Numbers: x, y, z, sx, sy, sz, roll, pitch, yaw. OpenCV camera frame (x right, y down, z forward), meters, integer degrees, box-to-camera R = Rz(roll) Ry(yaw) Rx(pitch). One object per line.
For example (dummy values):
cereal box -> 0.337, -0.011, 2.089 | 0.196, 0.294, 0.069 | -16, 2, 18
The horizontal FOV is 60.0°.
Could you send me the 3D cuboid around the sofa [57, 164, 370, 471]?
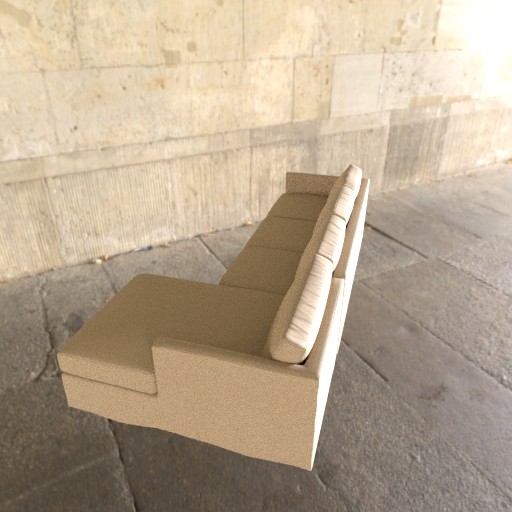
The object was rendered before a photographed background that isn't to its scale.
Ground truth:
sofa -> 0.000, 0.000, 3.800 | 1.622, 0.871, 3.206 | 8, 30, 15
